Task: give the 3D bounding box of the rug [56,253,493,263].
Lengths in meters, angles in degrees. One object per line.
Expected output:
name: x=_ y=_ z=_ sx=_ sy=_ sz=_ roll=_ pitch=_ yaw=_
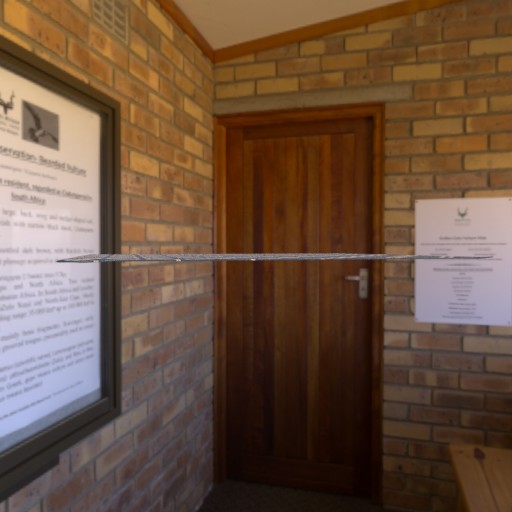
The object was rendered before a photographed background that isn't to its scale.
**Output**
rug: x=0.000 y=0.000 z=3.822 sx=2.867 sy=0.020 sz=2.277 roll=0 pitch=1 yaw=-16
